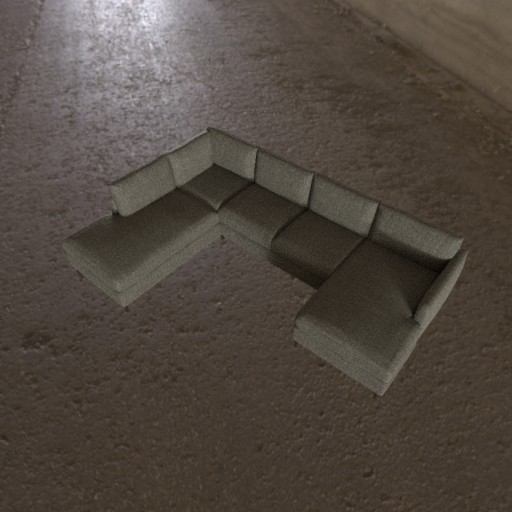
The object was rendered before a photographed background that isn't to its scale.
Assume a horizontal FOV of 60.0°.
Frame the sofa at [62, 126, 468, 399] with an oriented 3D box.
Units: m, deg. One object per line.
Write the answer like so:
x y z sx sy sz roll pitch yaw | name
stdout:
0.000 0.000 3.604 2.737 0.756 1.879 30 52 27 | sofa
